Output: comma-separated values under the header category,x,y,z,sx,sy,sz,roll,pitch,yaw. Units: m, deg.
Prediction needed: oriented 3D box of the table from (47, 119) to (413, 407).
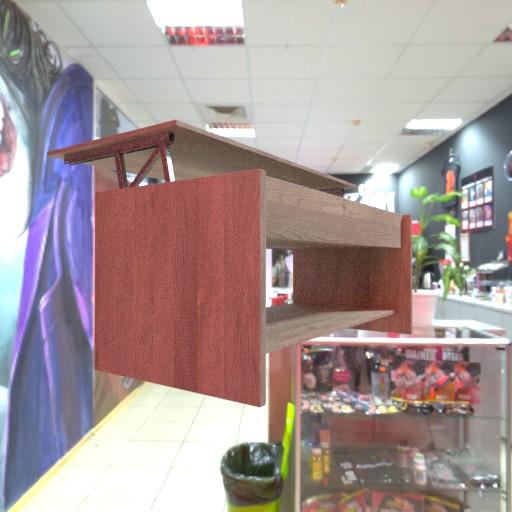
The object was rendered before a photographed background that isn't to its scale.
category,x,y,z,sx,sy,sz,roll,pitch,yaw
table,0.000,0.000,1.428,0.712,0.570,1.000,0,-1,35
